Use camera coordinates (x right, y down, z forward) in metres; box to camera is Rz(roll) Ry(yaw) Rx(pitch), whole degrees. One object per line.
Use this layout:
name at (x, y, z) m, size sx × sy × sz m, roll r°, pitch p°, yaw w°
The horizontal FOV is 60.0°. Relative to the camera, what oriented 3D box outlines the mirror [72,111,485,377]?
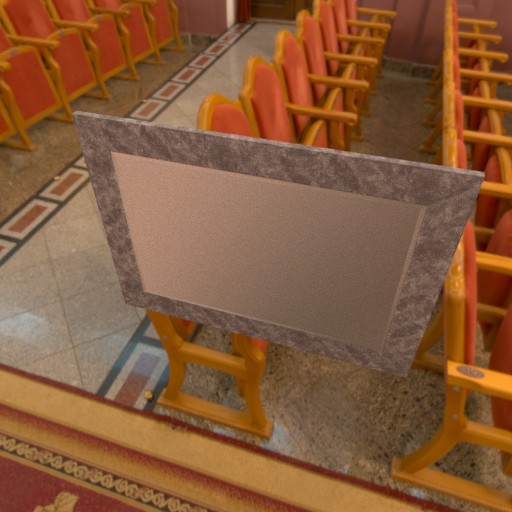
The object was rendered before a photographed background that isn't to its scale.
mirror at (0.000, 0.000, 1.405) m, size 1.101 × 0.795 × 0.022 m, roll 12°, pitch 43°, yaw 14°
